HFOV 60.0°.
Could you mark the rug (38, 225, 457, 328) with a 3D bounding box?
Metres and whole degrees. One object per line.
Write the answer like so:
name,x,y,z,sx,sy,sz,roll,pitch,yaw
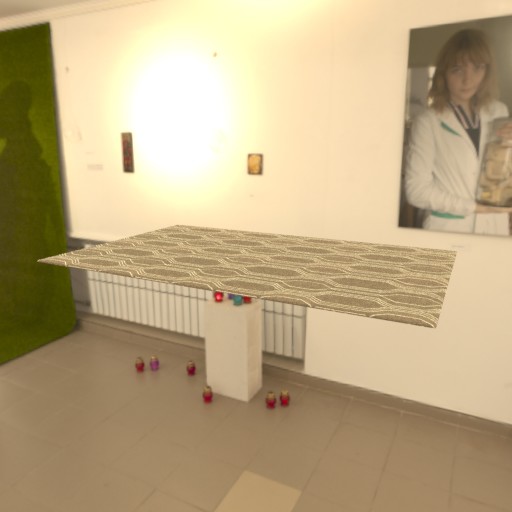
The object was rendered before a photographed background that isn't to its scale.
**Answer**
rug,0.000,0.000,3.051,2.457,0.012,1.541,7,15,26
